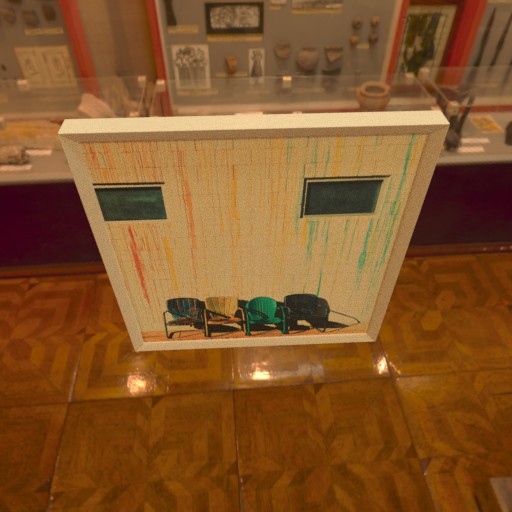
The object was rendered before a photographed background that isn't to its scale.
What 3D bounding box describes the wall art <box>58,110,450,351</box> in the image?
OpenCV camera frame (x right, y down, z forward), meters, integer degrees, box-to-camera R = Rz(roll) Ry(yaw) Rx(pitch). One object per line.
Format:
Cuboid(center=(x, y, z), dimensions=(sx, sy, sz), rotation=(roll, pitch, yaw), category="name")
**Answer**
Cuboid(center=(0.000, 0.000, 0.766), dimensions=(0.508, 0.508, 0.037), rotation=(-2, 46, -2), category="wall art")
